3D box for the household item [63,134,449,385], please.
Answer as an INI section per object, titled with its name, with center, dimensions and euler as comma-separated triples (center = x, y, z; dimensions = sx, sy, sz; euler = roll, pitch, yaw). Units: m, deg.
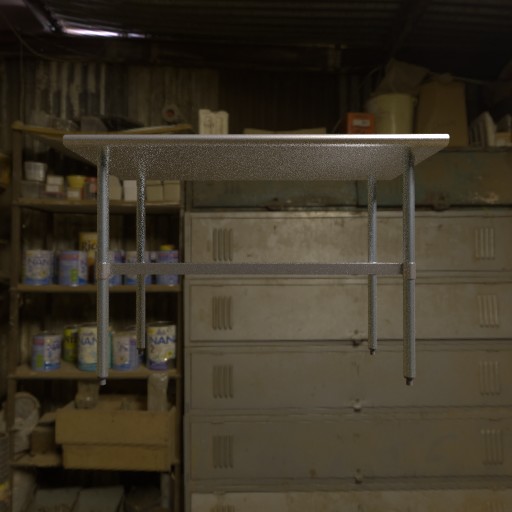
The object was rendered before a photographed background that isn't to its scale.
[household item]
center = 0.000, 0.000, 1.698
dimensions = 1.219, 0.851, 0.610
euler = 0, -1, 0
